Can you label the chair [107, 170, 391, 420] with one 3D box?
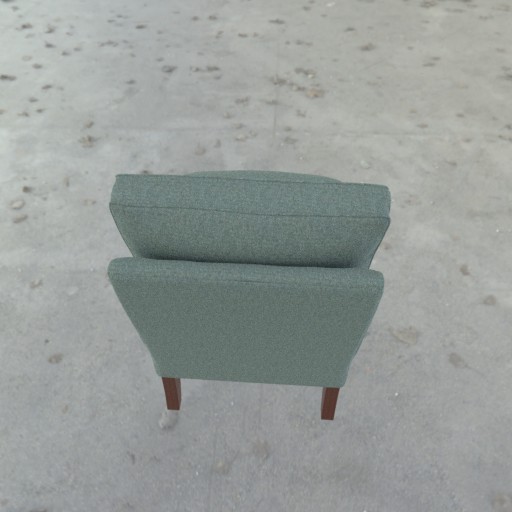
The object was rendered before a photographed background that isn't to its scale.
[{"bbox_3d":[0.000,0.000,1.428,0.624,0.901,0.796,3,45,3],"label":"chair"}]
